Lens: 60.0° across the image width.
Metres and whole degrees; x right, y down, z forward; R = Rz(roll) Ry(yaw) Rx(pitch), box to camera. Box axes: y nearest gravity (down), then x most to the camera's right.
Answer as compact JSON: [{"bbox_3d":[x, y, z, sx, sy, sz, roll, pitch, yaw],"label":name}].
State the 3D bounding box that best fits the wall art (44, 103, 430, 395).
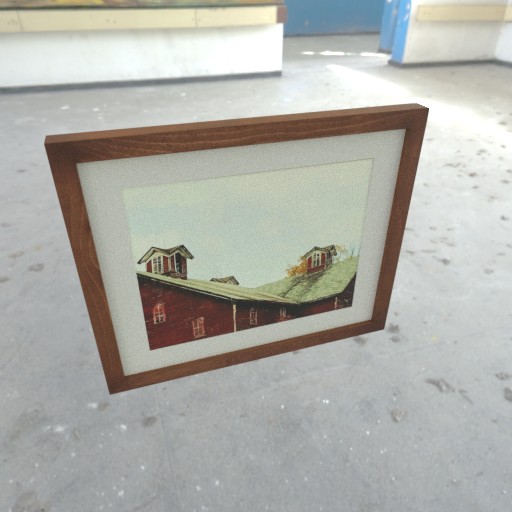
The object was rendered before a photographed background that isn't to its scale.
[{"bbox_3d":[0.000,0.000,0.753,0.558,0.457,0.033,-10,34,-15],"label":"wall art"}]
